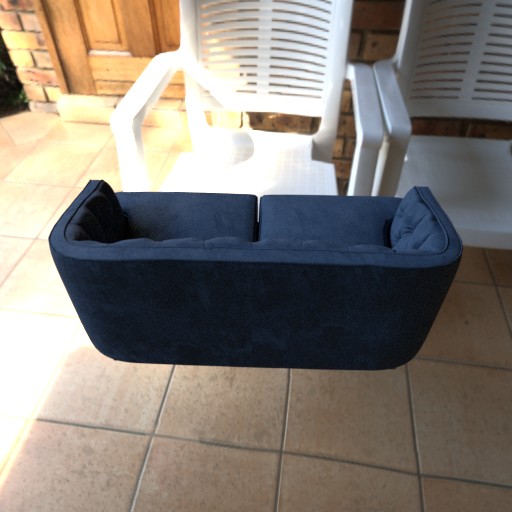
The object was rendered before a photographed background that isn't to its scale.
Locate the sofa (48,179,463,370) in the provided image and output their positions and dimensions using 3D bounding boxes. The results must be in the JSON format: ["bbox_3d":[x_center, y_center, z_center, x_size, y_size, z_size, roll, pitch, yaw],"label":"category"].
[{"bbox_3d":[0.000,0.000,2.245,1.733,0.854,0.941,1,45,1],"label":"sofa"}]
